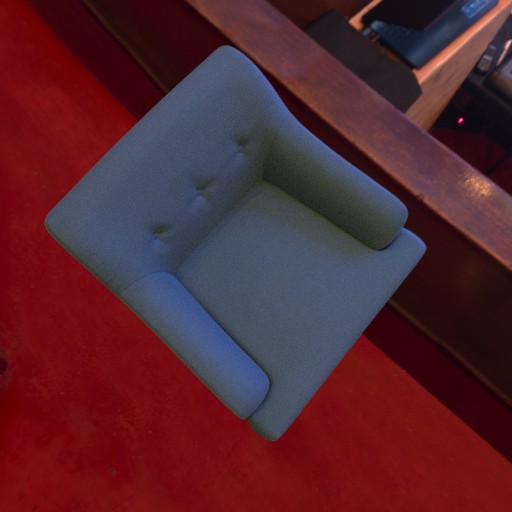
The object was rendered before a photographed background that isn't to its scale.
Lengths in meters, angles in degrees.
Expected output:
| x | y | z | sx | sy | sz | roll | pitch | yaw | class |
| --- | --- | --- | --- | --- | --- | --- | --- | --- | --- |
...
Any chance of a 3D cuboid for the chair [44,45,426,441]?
| x | y | z | sx | sy | sz | roll | pitch | yaw | class |
| --- | --- | --- | --- | --- | --- | --- | --- | --- | --- |
| 0.000 | 0.000 | 1.634 | 0.951 | 0.818 | 0.946 | 40 | 79 | 9 | chair |
